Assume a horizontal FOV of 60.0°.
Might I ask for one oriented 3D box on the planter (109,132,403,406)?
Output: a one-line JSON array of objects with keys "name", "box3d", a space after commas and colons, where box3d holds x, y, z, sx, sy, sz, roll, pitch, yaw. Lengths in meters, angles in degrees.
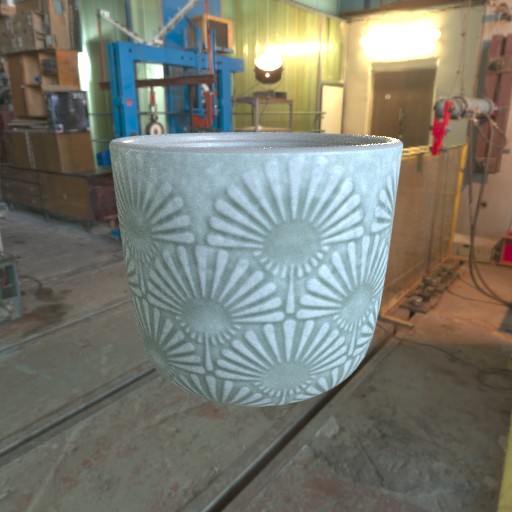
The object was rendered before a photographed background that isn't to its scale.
[{"name": "planter", "box3d": [0.000, 0.000, 0.212, 0.124, 0.109, 0.124, 0, 18, 0]}]
